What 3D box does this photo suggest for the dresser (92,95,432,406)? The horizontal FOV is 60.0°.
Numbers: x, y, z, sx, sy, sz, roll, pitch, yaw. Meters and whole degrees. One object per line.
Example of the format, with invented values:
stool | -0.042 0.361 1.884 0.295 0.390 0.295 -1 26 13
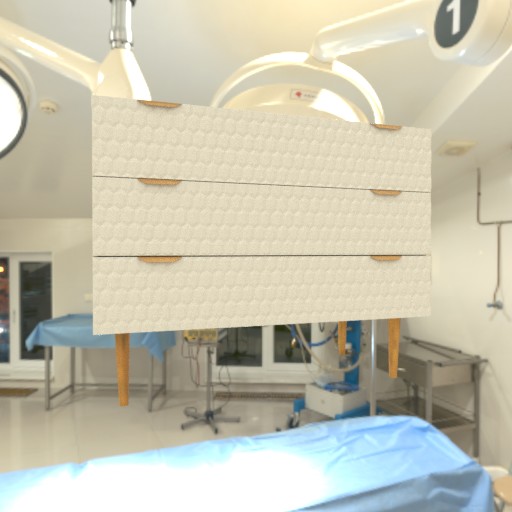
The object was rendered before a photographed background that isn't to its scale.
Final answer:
dresser | 0.000 0.000 1.331 0.905 0.721 0.457 0 1 -18
